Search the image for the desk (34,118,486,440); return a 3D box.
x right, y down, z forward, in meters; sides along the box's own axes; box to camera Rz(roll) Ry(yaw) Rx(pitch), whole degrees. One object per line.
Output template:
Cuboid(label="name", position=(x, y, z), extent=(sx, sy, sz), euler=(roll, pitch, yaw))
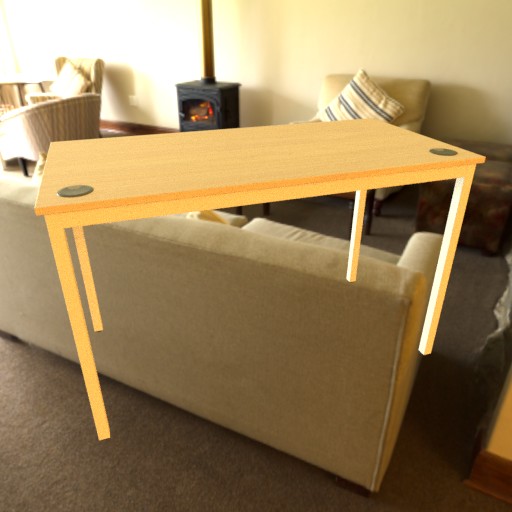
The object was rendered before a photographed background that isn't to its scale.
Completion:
Cuboid(label="desk", position=(0.000, 0.000, 1.535), extent=(1.200, 0.750, 0.600), euler=(-9, 30, -17))
